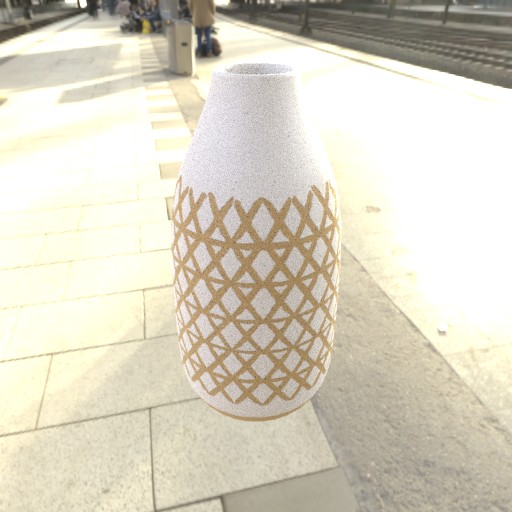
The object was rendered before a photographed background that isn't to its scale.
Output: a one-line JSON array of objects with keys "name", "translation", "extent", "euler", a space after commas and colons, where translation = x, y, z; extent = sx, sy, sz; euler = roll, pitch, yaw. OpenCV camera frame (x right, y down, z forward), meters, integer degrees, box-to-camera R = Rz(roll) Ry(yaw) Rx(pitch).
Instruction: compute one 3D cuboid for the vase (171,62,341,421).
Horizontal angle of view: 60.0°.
[{"name": "vase", "translation": [0.000, 0.000, 0.483], "extent": [0.186, 0.380, 0.186], "euler": [0, 31, 0]}]
